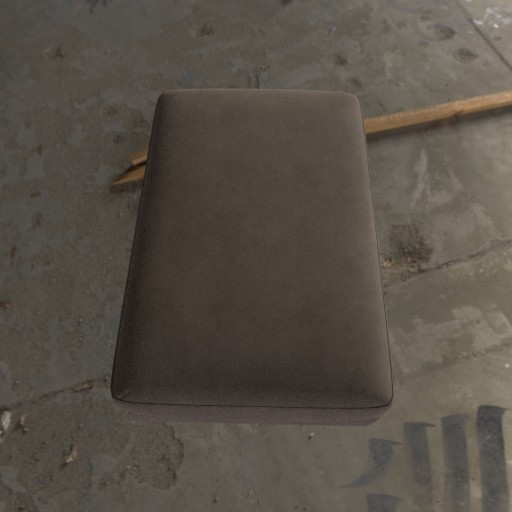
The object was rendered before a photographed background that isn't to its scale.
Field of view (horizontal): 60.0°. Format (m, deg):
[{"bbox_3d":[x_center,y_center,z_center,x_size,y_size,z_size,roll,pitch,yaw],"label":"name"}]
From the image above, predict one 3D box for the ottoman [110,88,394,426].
[{"bbox_3d":[0.000,0.000,1.204,0.584,0.483,0.864,1,63,1],"label":"ottoman"}]
